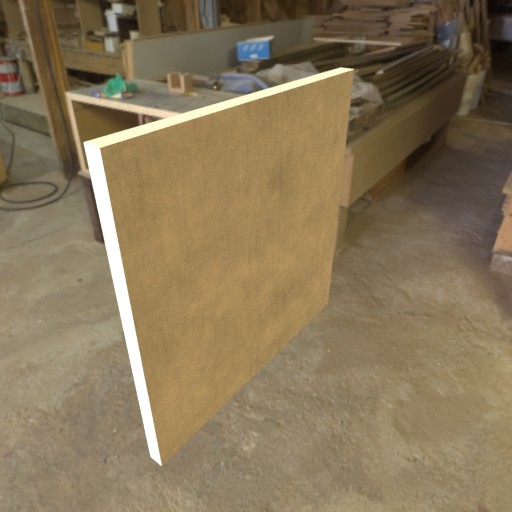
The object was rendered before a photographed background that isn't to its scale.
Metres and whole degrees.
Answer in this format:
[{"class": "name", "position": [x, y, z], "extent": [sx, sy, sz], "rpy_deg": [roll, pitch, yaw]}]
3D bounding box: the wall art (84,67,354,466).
[{"class": "wall art", "position": [0.000, 0.000, 0.650], "extent": [0.023, 0.453, 0.455], "rpy_deg": [23, 39, 31]}]
